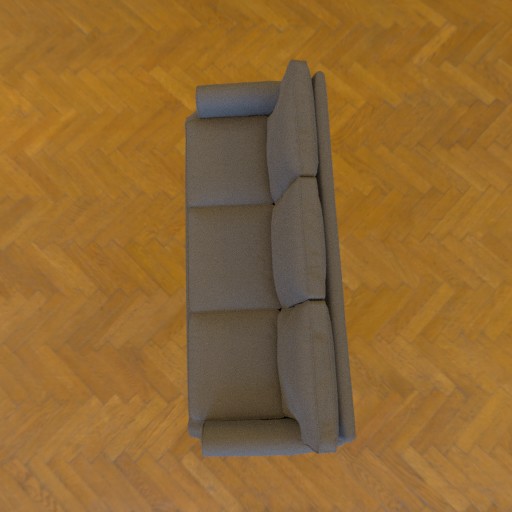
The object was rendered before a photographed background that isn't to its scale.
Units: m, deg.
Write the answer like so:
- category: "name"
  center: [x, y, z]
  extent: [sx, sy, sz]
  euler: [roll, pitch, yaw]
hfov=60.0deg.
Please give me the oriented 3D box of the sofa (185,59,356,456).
- category: "sofa"
  center: [0.000, 0.000, 2.844]
  extent: [0.966, 0.948, 2.353]
  euler: [-2, 77, -1]
